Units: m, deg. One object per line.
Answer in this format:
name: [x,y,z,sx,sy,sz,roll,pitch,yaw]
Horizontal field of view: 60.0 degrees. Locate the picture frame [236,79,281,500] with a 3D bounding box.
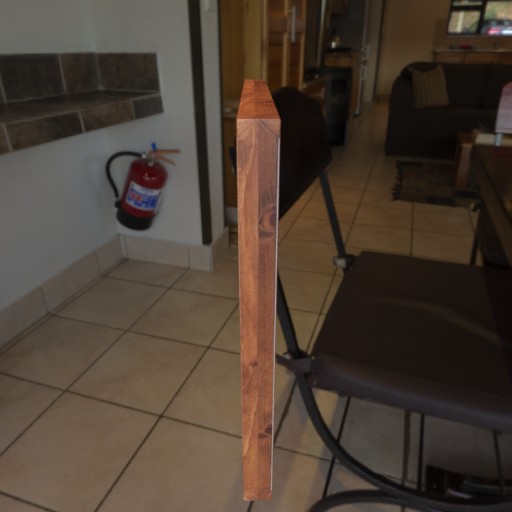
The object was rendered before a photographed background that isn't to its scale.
picture frame: [0.000,0.000,0.510,0.028,0.356,0.352,0,25,0]
